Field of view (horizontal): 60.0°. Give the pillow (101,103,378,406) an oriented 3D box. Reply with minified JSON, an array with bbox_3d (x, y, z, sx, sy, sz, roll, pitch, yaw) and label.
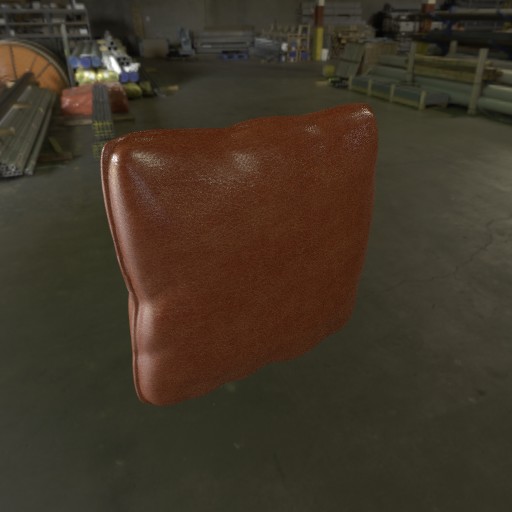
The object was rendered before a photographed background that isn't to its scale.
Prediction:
[{"bbox_3d":[0.000,0.000,0.848,0.532,0.523,0.236,-17,33,-28],"label":"pillow"}]
